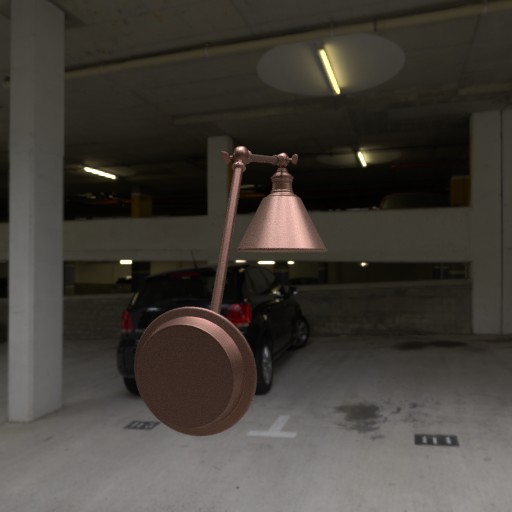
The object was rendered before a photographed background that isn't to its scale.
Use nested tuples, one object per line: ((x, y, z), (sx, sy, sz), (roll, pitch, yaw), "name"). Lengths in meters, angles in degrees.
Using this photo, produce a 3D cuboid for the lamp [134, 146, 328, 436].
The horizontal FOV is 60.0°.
((0.000, 0.000, 0.887), (0.223, 0.502, 0.624), (0, 0, 18), "lamp")
